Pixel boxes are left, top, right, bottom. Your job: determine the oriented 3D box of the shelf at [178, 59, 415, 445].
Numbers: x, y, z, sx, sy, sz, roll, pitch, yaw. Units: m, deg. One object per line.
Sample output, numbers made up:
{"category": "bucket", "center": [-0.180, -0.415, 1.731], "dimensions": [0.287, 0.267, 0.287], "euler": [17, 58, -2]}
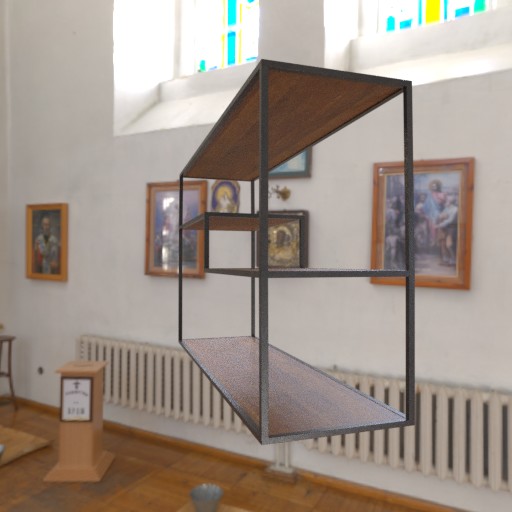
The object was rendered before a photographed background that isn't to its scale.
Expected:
{"category": "shelf", "center": [0.000, 0.000, 1.501], "dimensions": [0.361, 0.765, 1.201], "euler": [0, -1, -18]}
